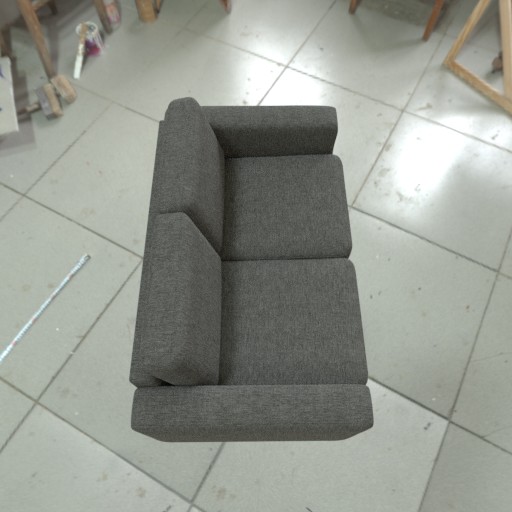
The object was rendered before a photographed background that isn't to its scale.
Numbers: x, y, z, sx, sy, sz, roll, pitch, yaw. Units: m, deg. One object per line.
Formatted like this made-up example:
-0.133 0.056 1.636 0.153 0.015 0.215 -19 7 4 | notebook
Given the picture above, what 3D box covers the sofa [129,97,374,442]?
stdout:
0.000 0.000 2.005 0.900 0.800 1.520 0 63 0 | sofa
